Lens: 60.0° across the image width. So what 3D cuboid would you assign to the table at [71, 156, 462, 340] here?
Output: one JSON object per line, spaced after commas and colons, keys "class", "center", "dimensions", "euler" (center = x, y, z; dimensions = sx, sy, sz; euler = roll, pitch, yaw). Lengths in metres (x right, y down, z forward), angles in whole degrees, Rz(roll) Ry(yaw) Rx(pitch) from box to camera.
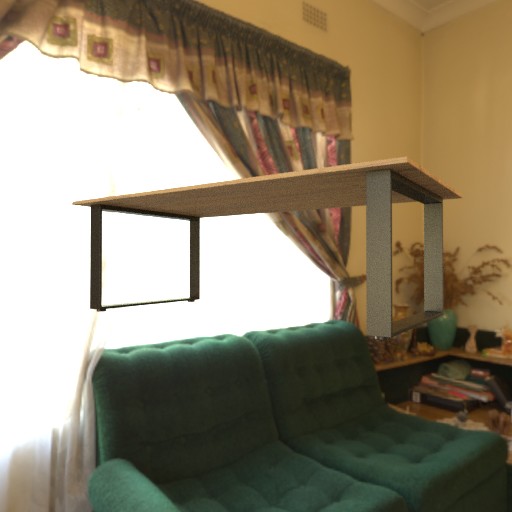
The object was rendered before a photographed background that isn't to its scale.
{"class": "table", "center": [0.000, 0.000, 1.689], "dimensions": [1.331, 0.445, 0.693], "euler": [-1, -1, 35]}
